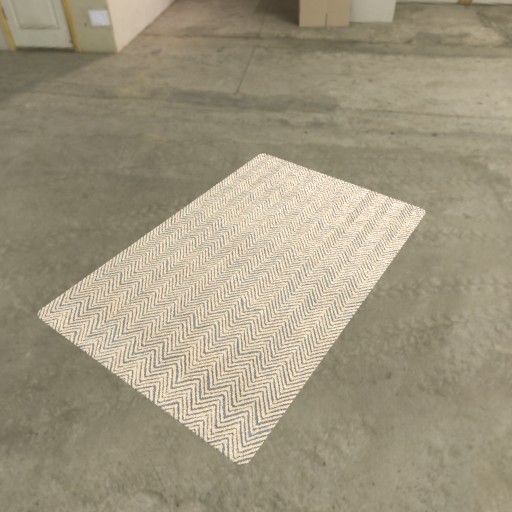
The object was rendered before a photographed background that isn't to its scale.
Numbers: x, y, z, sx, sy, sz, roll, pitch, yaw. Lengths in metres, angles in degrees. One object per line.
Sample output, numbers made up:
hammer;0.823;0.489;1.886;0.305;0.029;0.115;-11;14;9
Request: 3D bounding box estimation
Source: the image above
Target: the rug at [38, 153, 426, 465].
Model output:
rug;0.000;0.000;2.229;1.144;0.008;1.752;25;48;25
